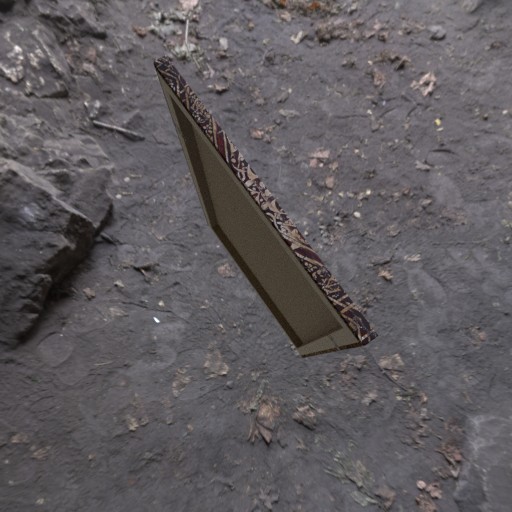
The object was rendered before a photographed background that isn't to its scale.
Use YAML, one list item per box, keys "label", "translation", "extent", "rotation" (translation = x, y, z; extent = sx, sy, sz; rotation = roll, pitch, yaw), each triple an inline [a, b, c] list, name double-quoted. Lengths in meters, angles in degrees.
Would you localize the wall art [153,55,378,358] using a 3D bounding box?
- label: "wall art"
  translation: [0.000, 0.000, 0.769]
  extent: [0.020, 0.599, 0.397]
  rotation: [-34, 78, -8]
